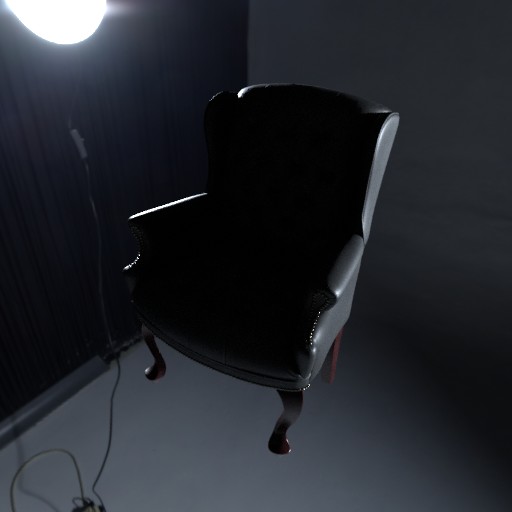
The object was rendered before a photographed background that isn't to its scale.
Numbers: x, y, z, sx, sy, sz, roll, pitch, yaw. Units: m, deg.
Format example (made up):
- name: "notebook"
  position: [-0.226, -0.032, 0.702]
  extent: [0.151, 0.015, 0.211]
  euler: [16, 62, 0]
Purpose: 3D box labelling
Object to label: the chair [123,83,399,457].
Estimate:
- name: "chair"
  position: [0.000, 0.000, 1.626]
  extent: [0.838, 1.111, 0.762]
  euler: [19, 35, 29]
